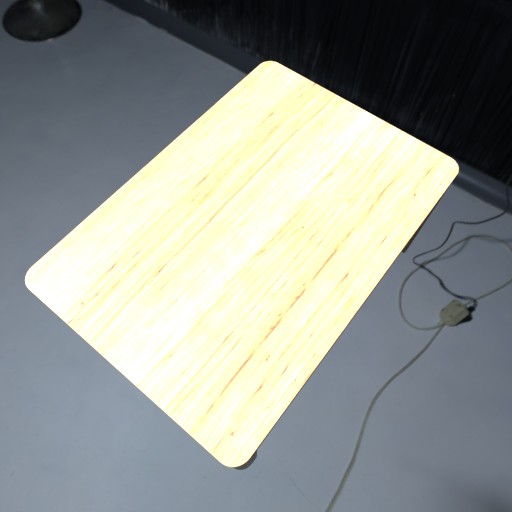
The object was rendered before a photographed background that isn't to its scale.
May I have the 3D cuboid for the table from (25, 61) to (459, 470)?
[{"bbox_3d":[0.000,0.000,1.359,0.696,0.445,0.997,35,69,16],"label":"table"}]
